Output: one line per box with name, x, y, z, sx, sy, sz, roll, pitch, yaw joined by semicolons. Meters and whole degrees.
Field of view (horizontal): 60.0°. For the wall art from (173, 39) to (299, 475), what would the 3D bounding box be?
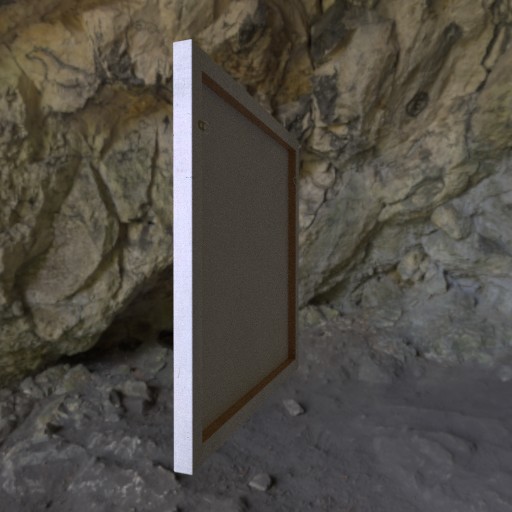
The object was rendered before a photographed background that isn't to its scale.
wall art;0.000;0.000;1.137;0.041;0.762;0.762;0;1;20
